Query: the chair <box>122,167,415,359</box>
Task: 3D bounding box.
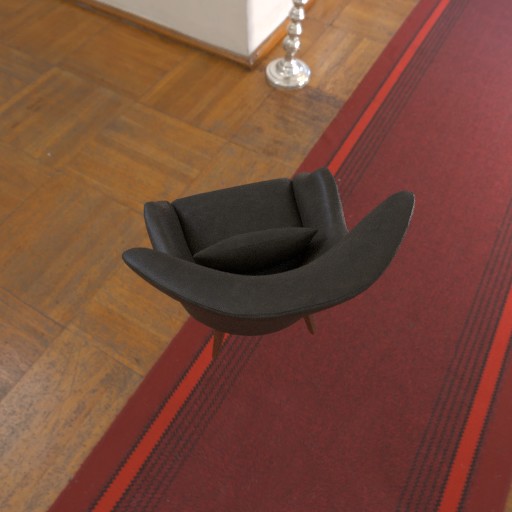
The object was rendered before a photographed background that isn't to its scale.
[{"bbox_3d":[0.000,0.000,1.703,0.819,1.068,0.954,-13,60,-7],"label":"chair"}]
